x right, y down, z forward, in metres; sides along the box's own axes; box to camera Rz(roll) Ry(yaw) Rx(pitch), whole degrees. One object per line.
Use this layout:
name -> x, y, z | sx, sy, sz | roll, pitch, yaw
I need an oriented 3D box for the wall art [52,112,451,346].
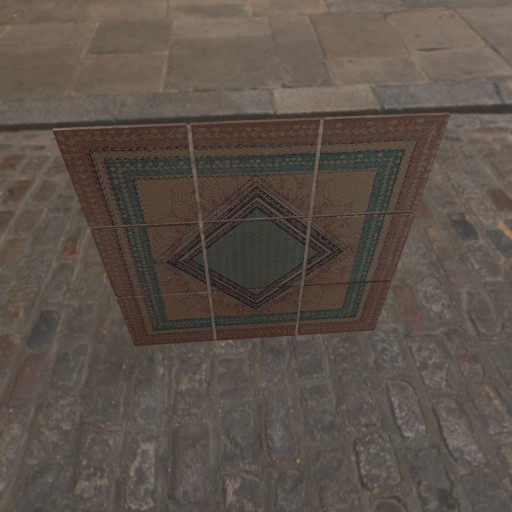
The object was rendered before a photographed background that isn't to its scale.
wall art -> 0.000, 0.000, 2.260 | 1.527, 1.525, 0.014 | -3, 47, -3
